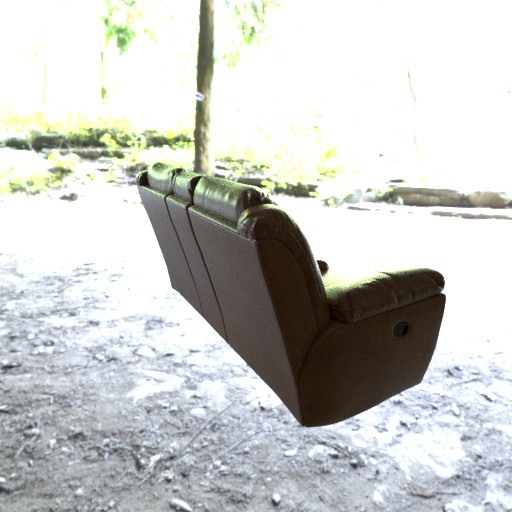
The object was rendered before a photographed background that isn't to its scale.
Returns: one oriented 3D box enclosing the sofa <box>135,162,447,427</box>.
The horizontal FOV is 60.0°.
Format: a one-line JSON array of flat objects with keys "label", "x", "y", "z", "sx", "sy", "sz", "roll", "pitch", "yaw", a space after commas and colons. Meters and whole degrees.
[{"label": "sofa", "x": 0.000, "y": 0.000, "z": 2.665, "sx": 0.991, "sy": 1.043, "sz": 2.058, "roll": -8, "pitch": 18, "yaw": -26}]
